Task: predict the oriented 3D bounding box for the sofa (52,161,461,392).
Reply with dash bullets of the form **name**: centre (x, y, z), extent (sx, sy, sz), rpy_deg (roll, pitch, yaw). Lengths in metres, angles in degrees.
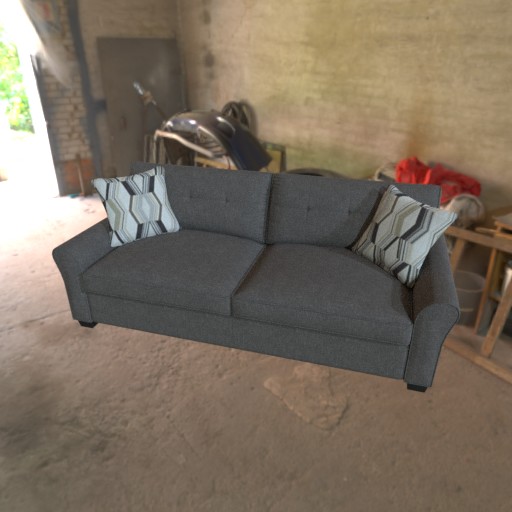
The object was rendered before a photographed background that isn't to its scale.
- **sofa**: centre (0.000, 0.000, 2.497), extent (2.032, 0.813, 0.889), rpy_deg (7, 27, 15)
